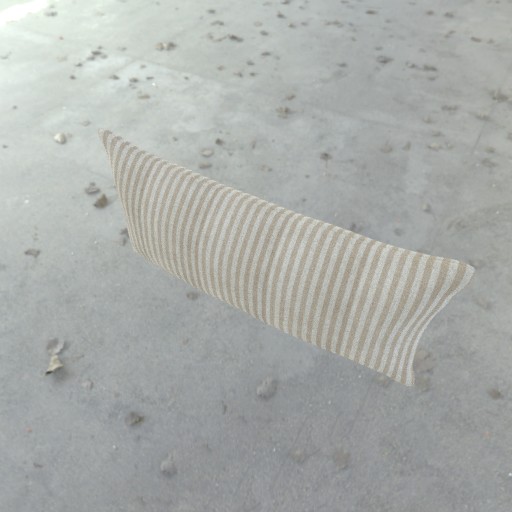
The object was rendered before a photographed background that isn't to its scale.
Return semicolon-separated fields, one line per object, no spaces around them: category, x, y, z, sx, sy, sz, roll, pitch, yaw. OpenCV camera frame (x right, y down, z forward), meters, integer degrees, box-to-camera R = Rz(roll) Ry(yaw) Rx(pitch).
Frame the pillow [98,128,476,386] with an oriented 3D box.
pillow;0.000;0.000;0.743;0.617;0.295;0.151;24;51;21
